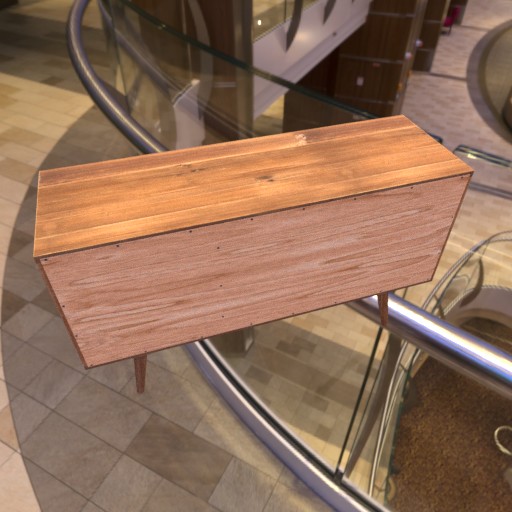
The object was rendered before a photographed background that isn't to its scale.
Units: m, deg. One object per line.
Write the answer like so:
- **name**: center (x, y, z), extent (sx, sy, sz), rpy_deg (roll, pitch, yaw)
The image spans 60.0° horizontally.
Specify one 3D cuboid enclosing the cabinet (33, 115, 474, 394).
- **cabinet**: center (0.000, 0.000, 1.774), extent (1.400, 0.800, 0.472), rpy_deg (-12, 44, -13)
